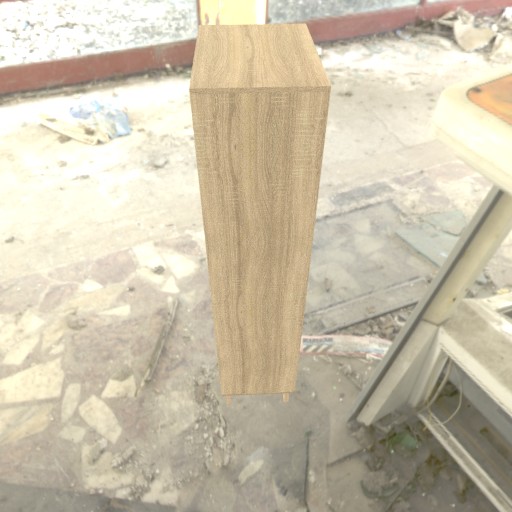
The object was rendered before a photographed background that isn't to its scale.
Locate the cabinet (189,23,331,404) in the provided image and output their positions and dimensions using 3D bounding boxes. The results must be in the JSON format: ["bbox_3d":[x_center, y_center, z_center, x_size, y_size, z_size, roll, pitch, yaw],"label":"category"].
[{"bbox_3d":[0.000,0.000,2.089,0.400,1.850,0.570,-2,44,-2],"label":"cabinet"}]
